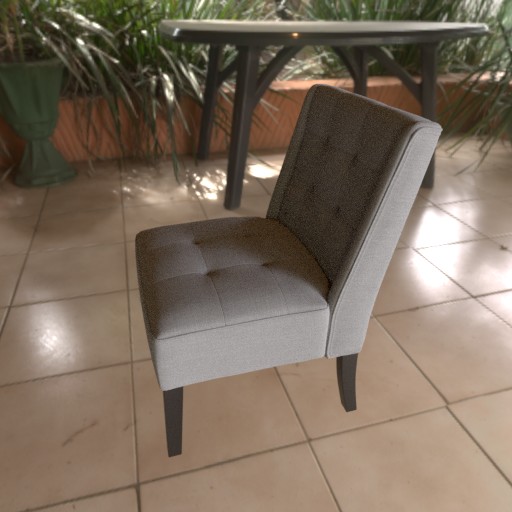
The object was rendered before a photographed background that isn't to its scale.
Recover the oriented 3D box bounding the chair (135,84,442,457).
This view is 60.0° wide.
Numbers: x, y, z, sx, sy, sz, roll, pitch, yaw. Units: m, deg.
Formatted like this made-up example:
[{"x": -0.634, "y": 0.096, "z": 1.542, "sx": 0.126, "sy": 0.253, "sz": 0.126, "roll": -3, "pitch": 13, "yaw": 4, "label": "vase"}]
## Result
[{"x": 0.000, "y": 0.000, "z": 1.286, "sx": 0.676, "sy": 0.853, "sz": 0.569, "roll": -9, "pitch": 31, "yaw": -15, "label": "chair"}]
